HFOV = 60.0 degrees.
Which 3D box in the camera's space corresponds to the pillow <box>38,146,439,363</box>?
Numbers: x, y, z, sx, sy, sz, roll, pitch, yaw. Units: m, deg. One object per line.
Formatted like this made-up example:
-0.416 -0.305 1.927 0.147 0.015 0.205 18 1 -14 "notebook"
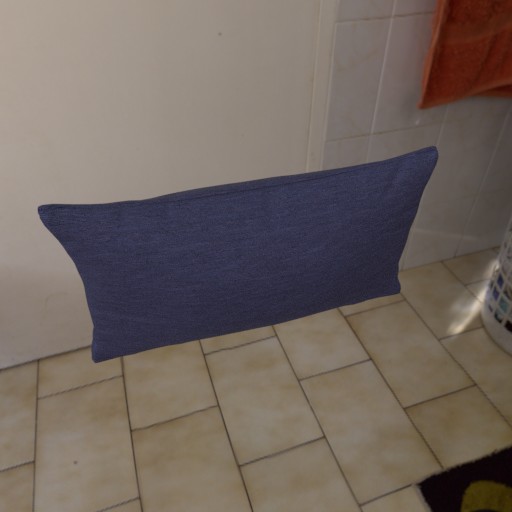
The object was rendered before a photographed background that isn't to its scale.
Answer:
0.000 0.000 0.783 0.633 0.338 0.210 -11 42 -12 "pillow"
